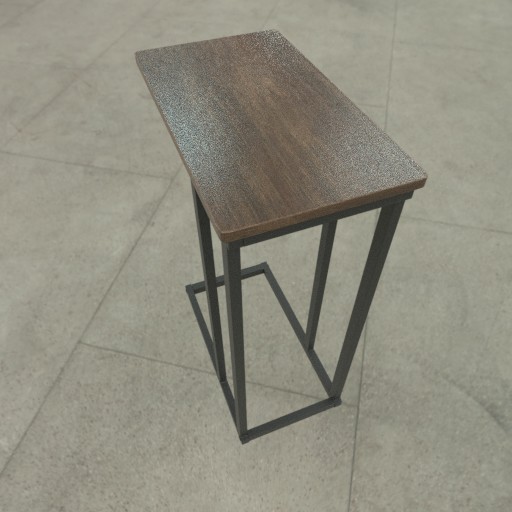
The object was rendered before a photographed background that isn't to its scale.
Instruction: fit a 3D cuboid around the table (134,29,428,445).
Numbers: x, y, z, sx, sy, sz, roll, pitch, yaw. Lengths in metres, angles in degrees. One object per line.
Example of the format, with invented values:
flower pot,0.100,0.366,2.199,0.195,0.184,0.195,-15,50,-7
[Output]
table,0.000,0.000,0.853,0.254,0.637,0.450,-16,50,-14
